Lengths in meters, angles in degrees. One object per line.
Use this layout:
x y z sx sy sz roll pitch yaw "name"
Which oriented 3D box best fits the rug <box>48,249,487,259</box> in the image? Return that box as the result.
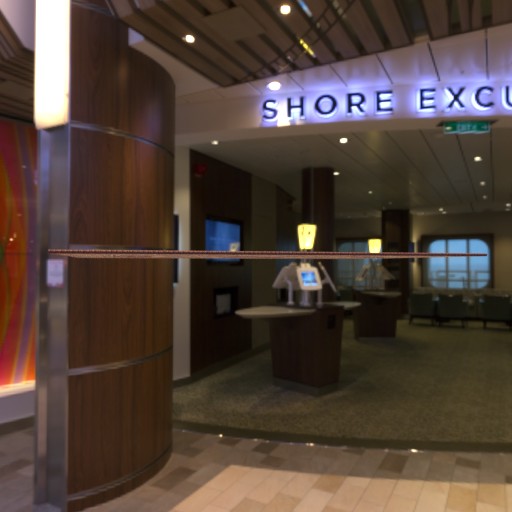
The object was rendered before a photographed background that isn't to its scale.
0.000 0.000 5.812 4.578 0.033 3.033 0 -1 -18 "rug"
